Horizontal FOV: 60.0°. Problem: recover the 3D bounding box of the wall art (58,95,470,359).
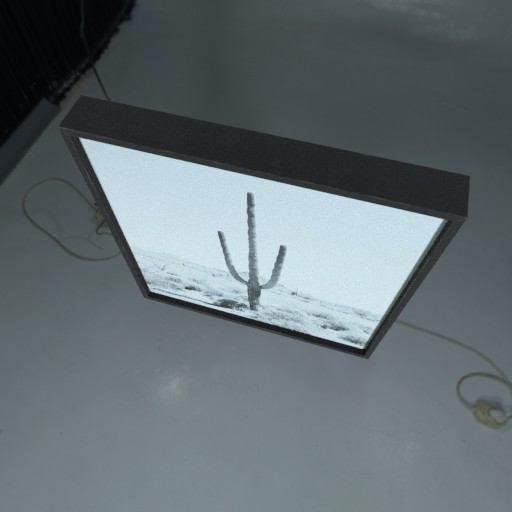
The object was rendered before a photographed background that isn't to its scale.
[{"bbox_3d":[0.000,0.000,0.457,0.305,0.305,0.038,14,60,8],"label":"wall art"}]
